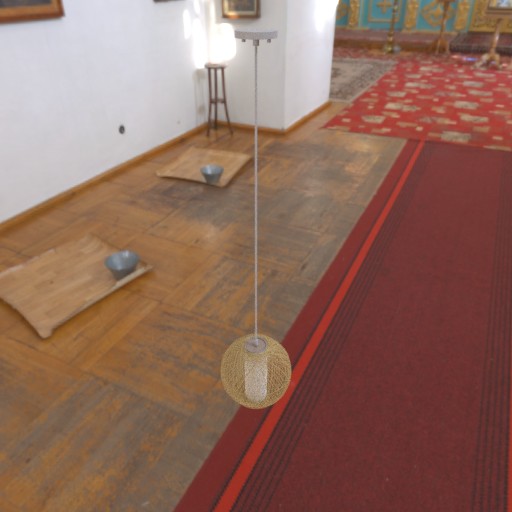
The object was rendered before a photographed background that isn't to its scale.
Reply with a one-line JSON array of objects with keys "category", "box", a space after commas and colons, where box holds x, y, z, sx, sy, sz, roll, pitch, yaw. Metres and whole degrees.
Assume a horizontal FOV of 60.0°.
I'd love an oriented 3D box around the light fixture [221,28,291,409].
[{"category": "light fixture", "box": [0.000, 0.000, 2.146, 0.407, 1.955, 0.406, -10, 33, -16]}]
